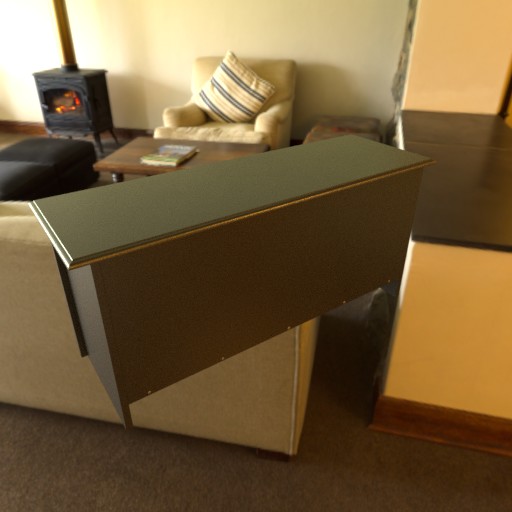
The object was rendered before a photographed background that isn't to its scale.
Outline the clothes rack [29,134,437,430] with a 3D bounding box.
[{"bbox_3d":[0.000,0.000,1.490,1.219,0.556,0.406,-19,35,-29],"label":"clothes rack"}]
